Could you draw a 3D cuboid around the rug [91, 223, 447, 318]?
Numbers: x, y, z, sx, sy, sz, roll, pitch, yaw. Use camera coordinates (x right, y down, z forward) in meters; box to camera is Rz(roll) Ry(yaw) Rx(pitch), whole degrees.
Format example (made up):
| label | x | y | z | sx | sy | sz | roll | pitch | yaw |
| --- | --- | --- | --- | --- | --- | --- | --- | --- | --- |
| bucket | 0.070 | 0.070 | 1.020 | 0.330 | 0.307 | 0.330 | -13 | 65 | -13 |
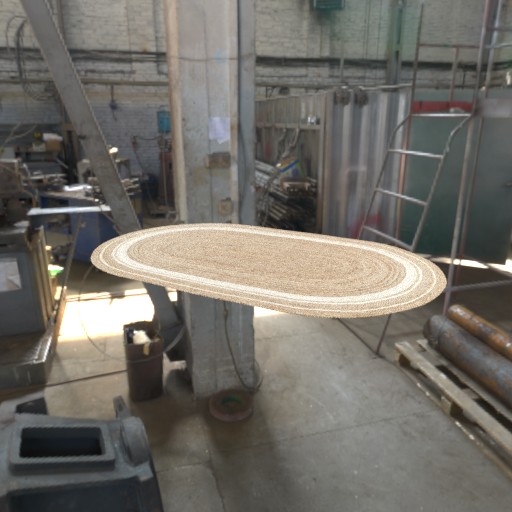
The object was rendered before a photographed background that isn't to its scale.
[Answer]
| label | x | y | z | sx | sy | sz | roll | pitch | yaw |
| --- | --- | --- | --- | --- | --- | --- | --- | --- | --- |
| rug | 0.000 | 0.000 | 3.052 | 2.432 | 0.006 | 1.520 | 9 | 20 | 27 |
